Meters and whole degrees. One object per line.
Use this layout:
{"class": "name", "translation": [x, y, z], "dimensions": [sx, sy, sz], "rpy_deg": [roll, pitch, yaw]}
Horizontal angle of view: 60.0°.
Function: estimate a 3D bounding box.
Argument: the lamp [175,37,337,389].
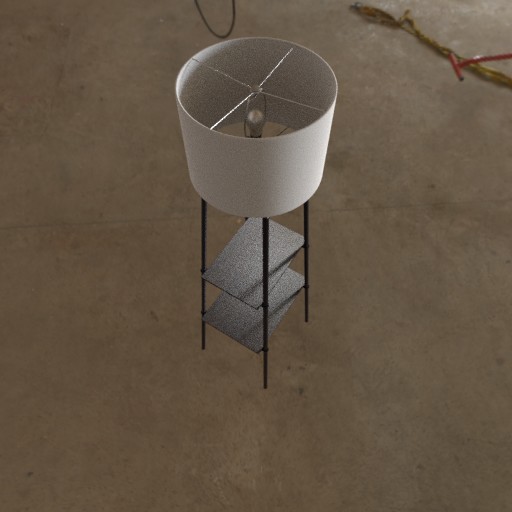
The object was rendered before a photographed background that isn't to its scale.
{"class": "lamp", "translation": [0.000, 0.000, 1.644], "dimensions": [0.384, 1.474, 0.427], "rpy_deg": [28, 61, 17]}
